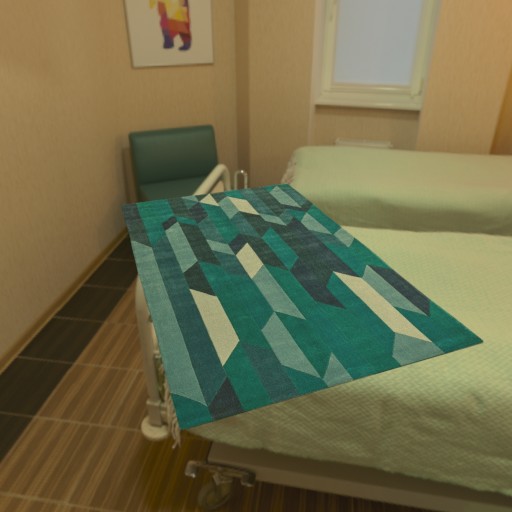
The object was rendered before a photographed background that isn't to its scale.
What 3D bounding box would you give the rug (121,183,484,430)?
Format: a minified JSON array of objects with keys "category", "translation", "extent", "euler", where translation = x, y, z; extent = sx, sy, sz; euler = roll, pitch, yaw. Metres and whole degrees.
[{"category":"rug","translation":[0.000,0.000,2.951],"extent":[1.528,0.005,2.420],"euler":[-10,31,-18]}]
